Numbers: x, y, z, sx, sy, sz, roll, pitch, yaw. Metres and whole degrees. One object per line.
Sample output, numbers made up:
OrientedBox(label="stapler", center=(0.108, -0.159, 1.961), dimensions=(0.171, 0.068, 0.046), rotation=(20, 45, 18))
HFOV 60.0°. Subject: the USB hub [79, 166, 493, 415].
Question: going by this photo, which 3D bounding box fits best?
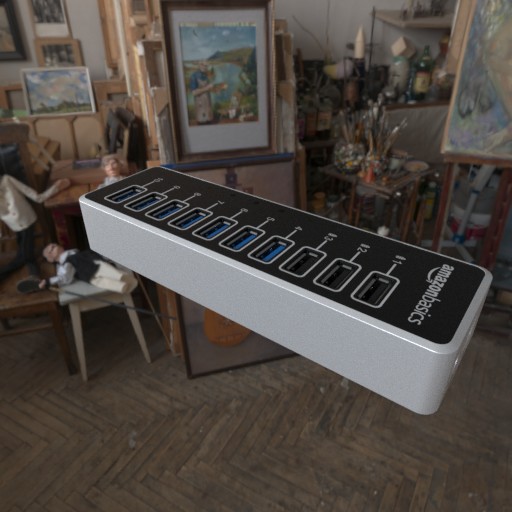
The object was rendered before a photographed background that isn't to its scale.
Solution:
OrientedBox(label="USB hub", center=(0.000, 0.000, 0.159), dimensions=(0.145, 0.023, 0.044), rotation=(22, 39, 30))
